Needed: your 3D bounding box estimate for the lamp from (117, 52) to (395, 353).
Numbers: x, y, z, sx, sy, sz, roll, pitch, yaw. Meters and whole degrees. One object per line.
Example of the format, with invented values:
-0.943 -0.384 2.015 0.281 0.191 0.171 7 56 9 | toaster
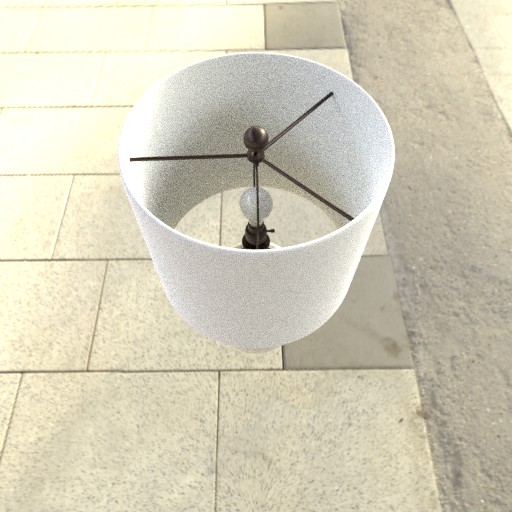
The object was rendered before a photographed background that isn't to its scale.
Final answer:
0.000 0.000 0.760 0.328 0.570 0.328 0 59 0 | lamp
